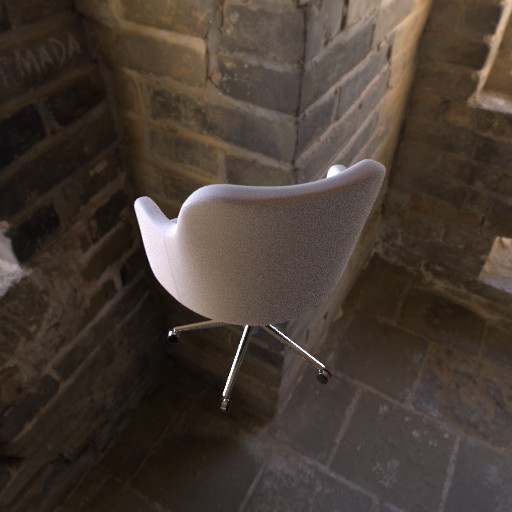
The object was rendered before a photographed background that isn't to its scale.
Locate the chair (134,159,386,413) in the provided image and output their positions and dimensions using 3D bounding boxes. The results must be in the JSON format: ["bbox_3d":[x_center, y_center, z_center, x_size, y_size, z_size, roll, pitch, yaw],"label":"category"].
[{"bbox_3d":[0.000,0.000,1.261,0.602,0.819,0.647,-12,42,-13],"label":"chair"}]
